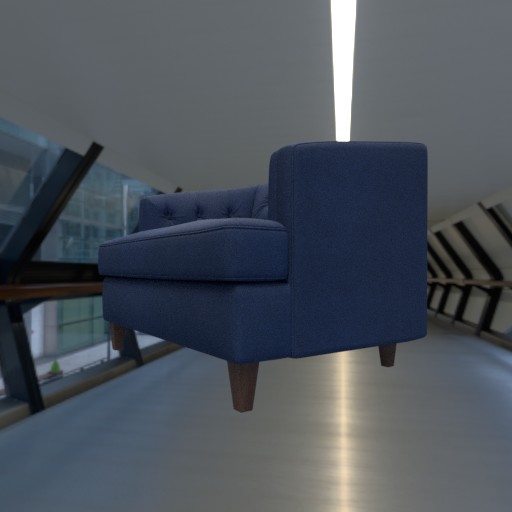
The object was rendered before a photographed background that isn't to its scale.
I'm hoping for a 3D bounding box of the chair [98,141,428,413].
[{"bbox_3d":[0.000,0.000,1.715,0.914,0.787,1.118,1,-2,-35],"label":"chair"}]
